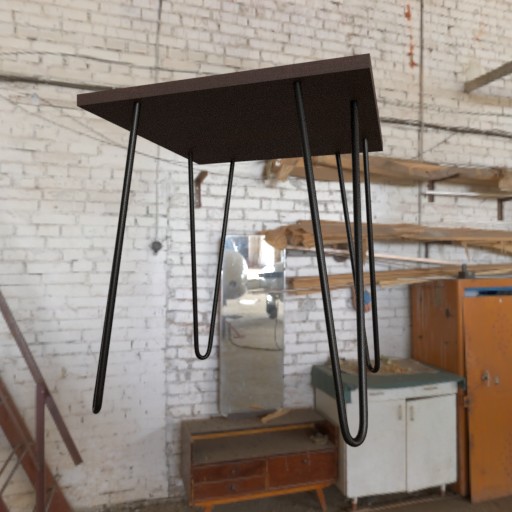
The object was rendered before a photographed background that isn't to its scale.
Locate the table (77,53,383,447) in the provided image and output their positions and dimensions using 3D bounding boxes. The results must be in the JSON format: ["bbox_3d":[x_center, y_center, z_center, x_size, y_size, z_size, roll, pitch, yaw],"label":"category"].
[{"bbox_3d":[0.000,0.000,0.927,0.495,0.559,0.495,0,-1,18],"label":"table"}]
